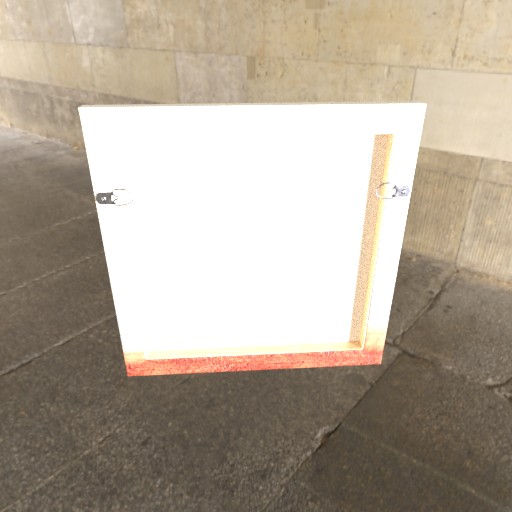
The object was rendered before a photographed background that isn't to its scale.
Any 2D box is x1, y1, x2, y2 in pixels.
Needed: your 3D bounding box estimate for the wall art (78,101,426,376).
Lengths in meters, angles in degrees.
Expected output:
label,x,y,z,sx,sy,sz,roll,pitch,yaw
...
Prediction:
label,x,y,z,sx,sy,sz,roll,pitch,yaw
wall art,0.000,0.000,1.158,0.760,0.760,0.042,-2,28,-3
